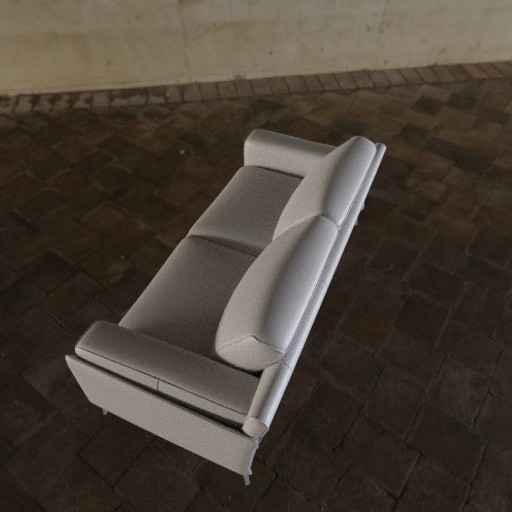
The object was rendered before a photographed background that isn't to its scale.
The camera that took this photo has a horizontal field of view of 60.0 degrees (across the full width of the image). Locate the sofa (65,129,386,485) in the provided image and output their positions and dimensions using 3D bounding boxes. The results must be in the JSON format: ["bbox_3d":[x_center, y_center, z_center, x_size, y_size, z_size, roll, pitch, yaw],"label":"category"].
[{"bbox_3d":[0.000,0.000,2.554,1.049,0.930,2.101,18,49,16],"label":"sofa"}]
